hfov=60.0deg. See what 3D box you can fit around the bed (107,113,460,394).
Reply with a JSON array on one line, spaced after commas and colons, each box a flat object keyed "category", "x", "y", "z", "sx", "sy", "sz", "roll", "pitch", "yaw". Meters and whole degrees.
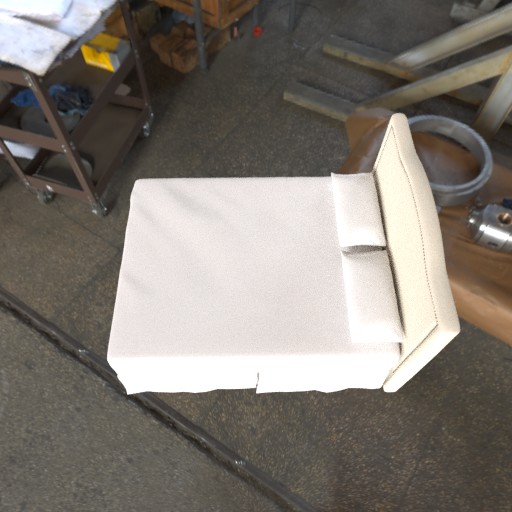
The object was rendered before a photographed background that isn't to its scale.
[{"category": "bed", "x": 0.000, "y": 0.000, "z": 3.344, "sx": 2.196, "sy": 1.449, "sz": 1.741, "roll": -1, "pitch": 60, "yaw": 0}]
